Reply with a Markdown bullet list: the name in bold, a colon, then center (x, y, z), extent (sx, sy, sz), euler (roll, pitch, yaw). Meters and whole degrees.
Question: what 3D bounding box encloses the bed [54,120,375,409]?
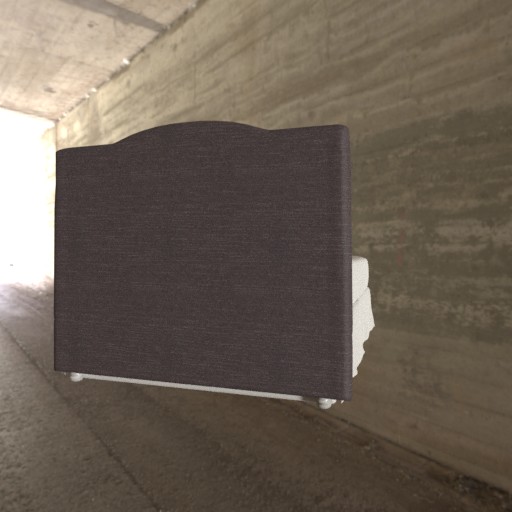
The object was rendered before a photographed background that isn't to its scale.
- **bed**: center (0.000, 0.000, 3.509), extent (1.741, 1.441, 2.507), euler (0, 1, 18)
